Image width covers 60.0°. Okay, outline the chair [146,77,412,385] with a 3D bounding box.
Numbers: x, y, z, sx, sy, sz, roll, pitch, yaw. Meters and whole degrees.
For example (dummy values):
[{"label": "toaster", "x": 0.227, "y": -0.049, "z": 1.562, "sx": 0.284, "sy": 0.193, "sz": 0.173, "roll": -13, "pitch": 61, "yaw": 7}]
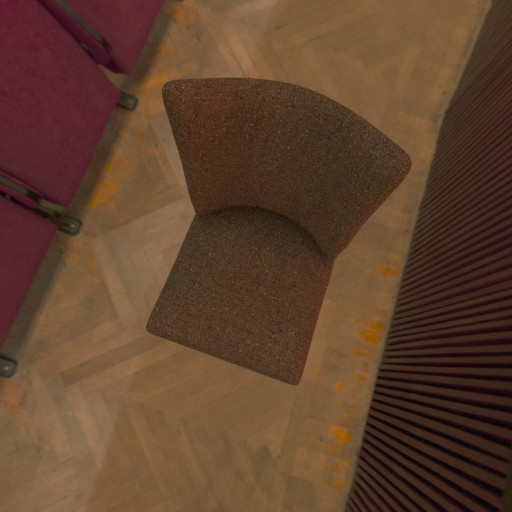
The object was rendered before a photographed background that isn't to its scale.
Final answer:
[{"label": "chair", "x": 0.000, "y": 0.000, "z": 1.299, "sx": 0.535, "sy": 0.924, "sz": 0.623, "roll": 19, "pitch": 77, "yaw": 5}]
